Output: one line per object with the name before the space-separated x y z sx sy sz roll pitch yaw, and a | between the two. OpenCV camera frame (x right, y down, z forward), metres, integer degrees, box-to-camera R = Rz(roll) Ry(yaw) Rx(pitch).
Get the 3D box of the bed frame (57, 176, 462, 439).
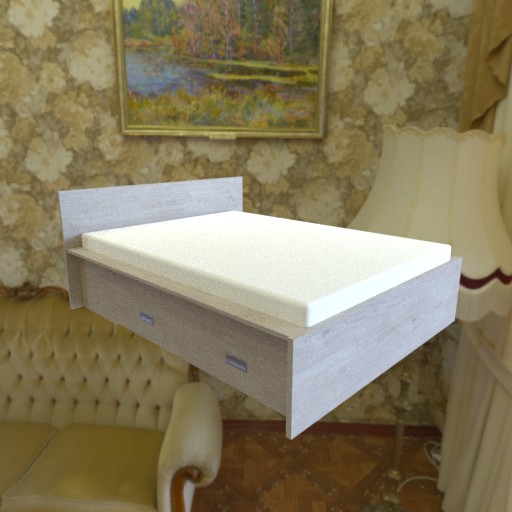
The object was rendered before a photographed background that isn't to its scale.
bed frame | 0.000 0.000 2.828 1.960 0.800 1.622 14 20 43
